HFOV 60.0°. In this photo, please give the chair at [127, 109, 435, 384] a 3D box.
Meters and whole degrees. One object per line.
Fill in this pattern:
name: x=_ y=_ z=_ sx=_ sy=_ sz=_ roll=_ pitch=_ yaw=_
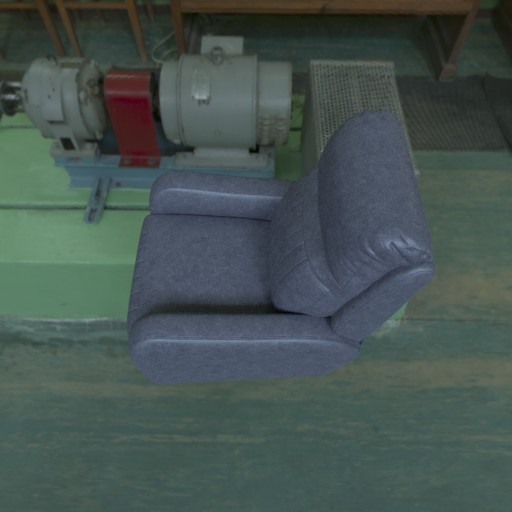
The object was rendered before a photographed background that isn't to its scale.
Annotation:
chair: x=0.000 y=0.000 z=1.835 sx=1.067 sy=1.067 sz=0.865 roll=0 pitch=57 yaw=0
